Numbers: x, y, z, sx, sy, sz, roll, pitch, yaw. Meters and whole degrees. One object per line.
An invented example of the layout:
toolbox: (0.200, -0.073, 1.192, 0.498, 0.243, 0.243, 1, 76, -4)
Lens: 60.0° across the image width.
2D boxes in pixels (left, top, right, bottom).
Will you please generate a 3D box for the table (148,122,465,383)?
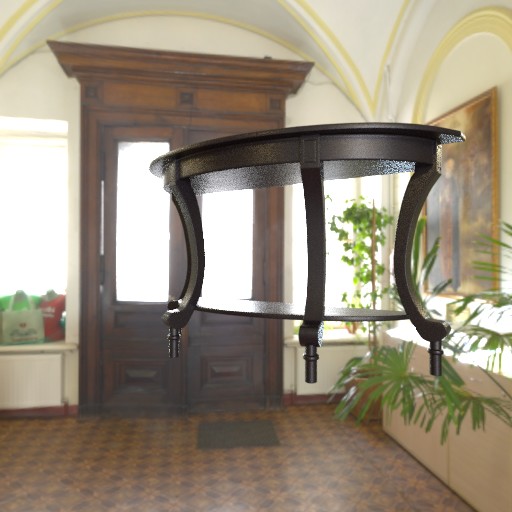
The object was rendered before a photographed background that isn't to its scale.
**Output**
table: (0.000, 0.000, 1.460, 1.198, 0.692, 0.394, 0, 0, 35)
